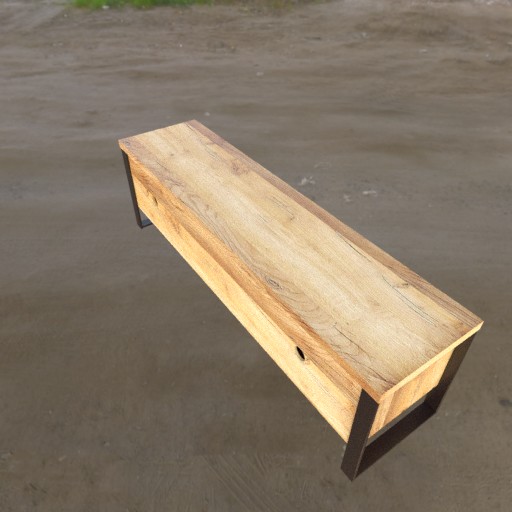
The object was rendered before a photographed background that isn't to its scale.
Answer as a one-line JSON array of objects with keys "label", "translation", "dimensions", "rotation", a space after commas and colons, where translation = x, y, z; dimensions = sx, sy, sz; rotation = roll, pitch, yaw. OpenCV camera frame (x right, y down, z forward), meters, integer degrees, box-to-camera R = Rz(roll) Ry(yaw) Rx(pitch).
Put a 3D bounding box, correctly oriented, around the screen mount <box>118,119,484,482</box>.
[{"label": "screen mount", "translation": [0.000, 0.000, 1.680], "dimensions": [0.395, 0.450, 1.524], "rotation": [-24, 46, -26]}]
